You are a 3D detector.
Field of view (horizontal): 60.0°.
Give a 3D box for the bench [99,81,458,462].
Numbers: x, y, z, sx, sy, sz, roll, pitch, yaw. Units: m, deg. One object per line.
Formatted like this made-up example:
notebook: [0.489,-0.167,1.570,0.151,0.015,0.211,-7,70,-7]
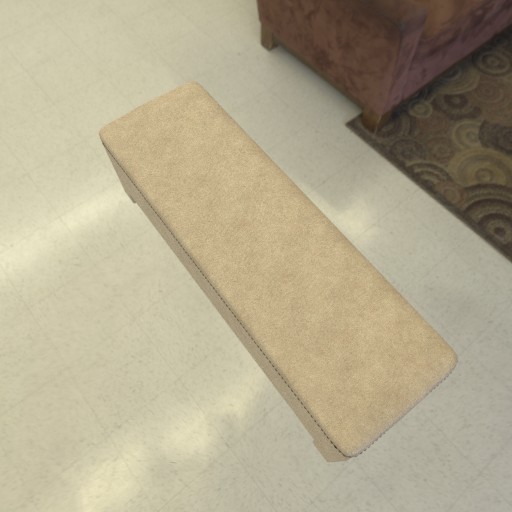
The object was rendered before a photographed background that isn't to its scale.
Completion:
bench: [0.000,0.000,1.711,0.470,0.447,1.482,-34,69,-15]
